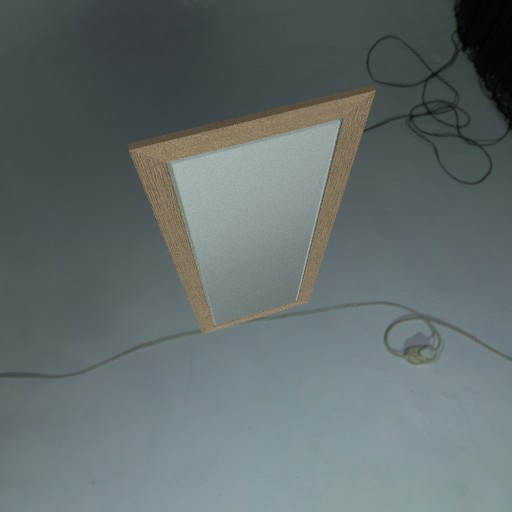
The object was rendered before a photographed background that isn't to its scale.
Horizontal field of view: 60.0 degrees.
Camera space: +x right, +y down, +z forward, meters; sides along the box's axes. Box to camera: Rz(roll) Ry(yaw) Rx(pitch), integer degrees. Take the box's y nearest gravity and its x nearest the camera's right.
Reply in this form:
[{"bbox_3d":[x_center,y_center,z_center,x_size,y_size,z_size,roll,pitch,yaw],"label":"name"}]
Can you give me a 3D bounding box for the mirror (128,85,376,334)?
[{"bbox_3d":[0.000,0.000,2.311,0.812,2.031,0.026,-16,65,-8],"label":"mirror"}]
